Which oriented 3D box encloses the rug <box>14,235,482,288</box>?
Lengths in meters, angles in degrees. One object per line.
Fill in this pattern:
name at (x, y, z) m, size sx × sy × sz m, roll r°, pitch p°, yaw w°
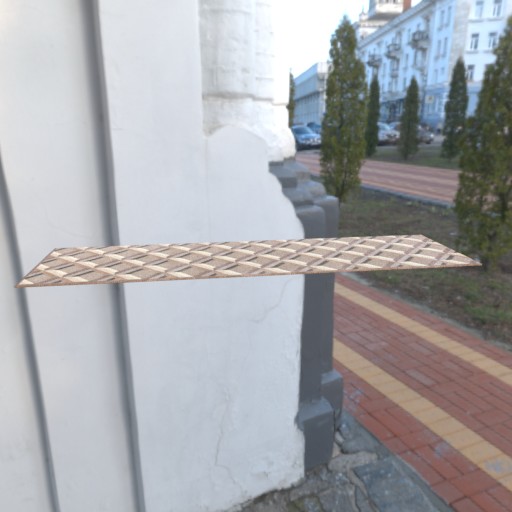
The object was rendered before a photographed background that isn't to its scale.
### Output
rug at (0.000, 0.000, 2.608) m, size 2.437 × 0.013 × 0.685 m, roll -2°, pitch 17°, yaw -8°
